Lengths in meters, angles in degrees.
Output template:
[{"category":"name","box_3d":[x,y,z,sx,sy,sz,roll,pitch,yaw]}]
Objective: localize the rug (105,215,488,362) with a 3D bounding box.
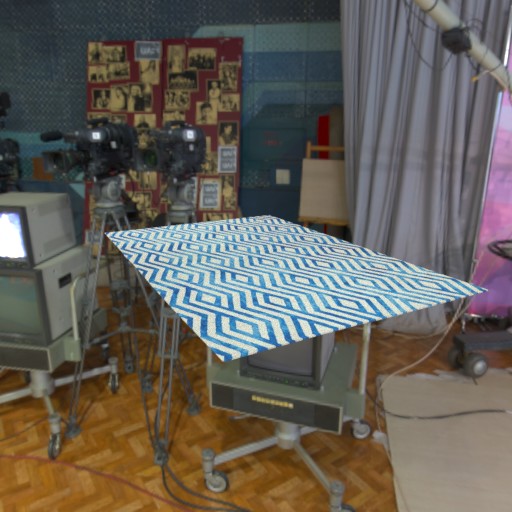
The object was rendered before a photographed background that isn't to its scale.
[{"category":"rug","box_3d":[0.000,0.000,2.351,1.225,0.008,1.830,-9,19,-27]}]
